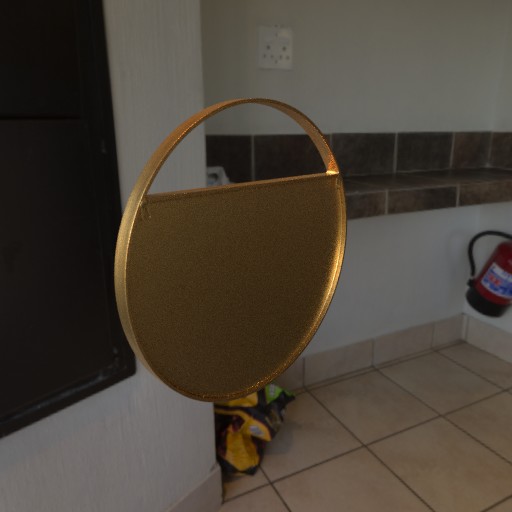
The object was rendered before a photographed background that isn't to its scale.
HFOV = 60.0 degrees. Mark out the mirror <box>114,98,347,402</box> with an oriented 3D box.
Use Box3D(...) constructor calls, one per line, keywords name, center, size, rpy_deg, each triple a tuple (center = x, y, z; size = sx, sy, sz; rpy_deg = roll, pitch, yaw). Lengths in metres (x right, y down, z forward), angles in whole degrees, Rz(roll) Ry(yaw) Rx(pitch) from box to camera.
Box3D(name="mirror", center=(0.000, 0.000, 0.844), size=(0.032, 0.565, 0.565), rpy_deg=(16, 23, 43))
